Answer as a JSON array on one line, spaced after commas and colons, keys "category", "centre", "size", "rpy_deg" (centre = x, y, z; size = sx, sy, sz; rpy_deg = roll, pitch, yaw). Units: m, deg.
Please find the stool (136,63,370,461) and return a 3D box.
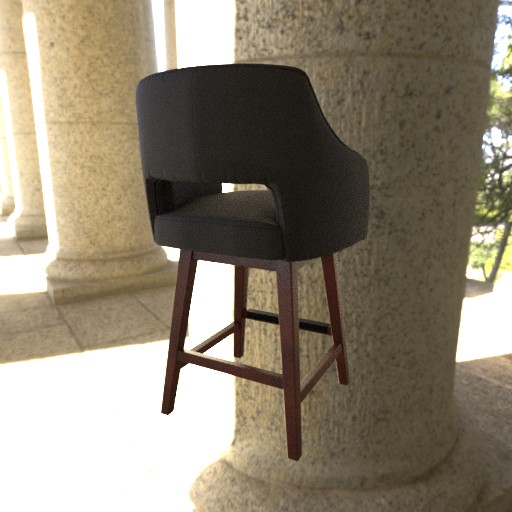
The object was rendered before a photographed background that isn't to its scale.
[{"category": "stool", "centre": [0.000, 0.000, 1.237], "size": [0.548, 0.912, 0.558], "rpy_deg": [7, 15, 27]}]
